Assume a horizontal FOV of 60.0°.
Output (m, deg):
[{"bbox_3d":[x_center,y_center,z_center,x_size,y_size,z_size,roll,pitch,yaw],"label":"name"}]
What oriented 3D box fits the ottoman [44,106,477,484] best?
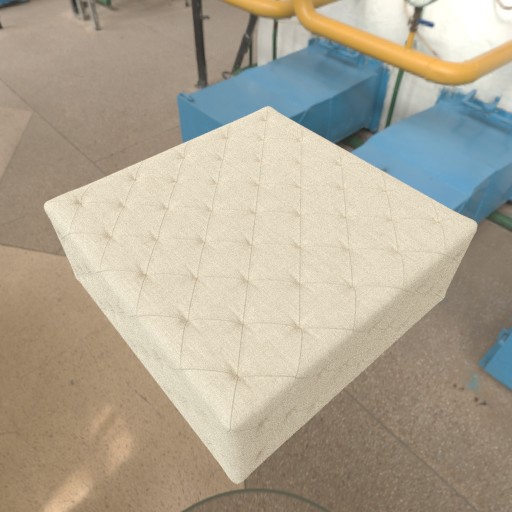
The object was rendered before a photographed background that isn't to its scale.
[{"bbox_3d":[0.000,0.000,1.596,1.028,0.439,1.028,-32,54,-27],"label":"ottoman"}]
